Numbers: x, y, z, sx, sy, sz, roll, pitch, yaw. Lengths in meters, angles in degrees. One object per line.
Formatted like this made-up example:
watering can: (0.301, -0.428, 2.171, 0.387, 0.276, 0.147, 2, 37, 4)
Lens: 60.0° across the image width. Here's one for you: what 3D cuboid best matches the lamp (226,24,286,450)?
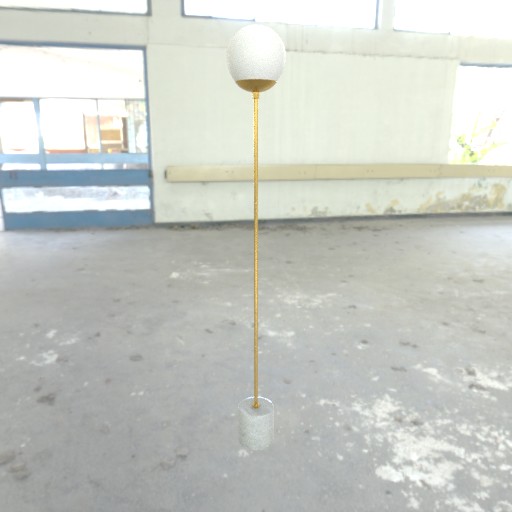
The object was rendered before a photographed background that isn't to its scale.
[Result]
lamp: (0.000, 0.000, 1.847, 0.224, 1.753, 0.224, -2, 14, -9)
